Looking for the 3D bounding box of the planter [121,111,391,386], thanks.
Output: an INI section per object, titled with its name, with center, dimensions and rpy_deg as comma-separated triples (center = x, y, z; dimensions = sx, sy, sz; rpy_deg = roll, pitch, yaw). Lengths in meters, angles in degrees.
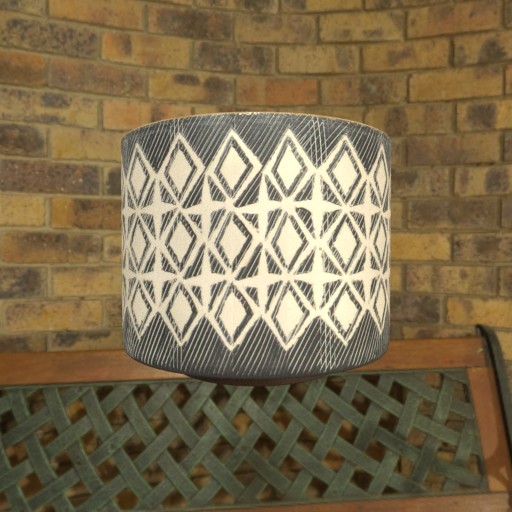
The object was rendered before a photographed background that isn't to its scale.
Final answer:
[planter]
center = 0.000, 0.000, 0.218
dimensions = 0.126, 0.104, 0.126
rpy_deg = 0, 2, 0
